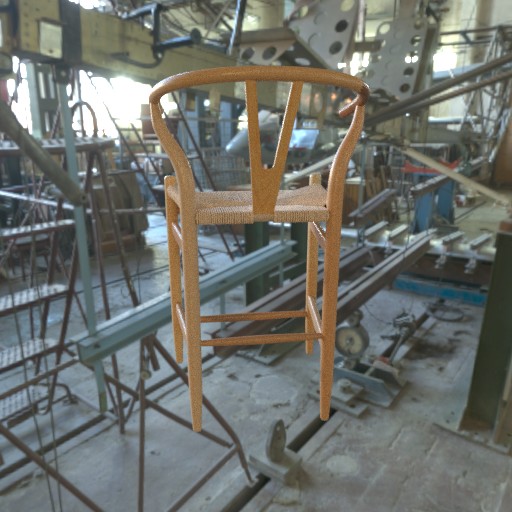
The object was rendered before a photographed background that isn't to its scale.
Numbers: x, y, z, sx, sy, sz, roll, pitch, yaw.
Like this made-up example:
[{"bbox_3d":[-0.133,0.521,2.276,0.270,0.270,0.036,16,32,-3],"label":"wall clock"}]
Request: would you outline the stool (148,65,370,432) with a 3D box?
[{"bbox_3d":[0.000,0.000,1.253,0.536,0.923,0.575,-2,16,-8],"label":"stool"}]
